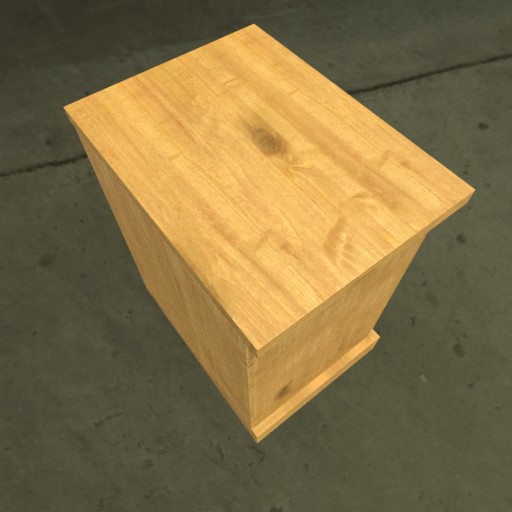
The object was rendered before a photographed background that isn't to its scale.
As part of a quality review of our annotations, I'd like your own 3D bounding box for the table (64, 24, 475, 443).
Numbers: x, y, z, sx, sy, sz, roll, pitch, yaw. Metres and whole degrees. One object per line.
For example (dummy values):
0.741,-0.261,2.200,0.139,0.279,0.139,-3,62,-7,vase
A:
0.000,0.000,1.204,0.500,0.813,0.660,-33,64,-19,table
